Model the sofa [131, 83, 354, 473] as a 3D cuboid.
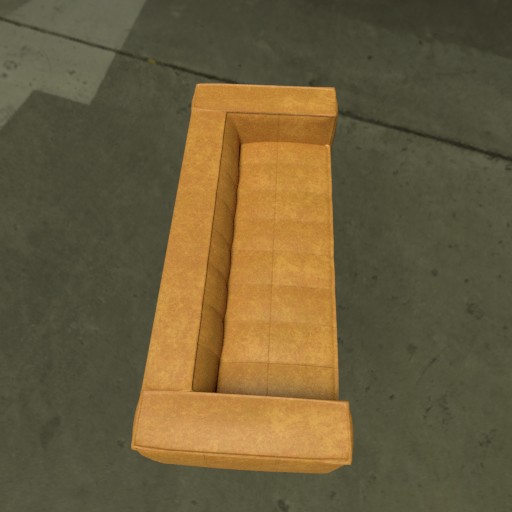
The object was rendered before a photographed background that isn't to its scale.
[{"bbox_3d":[0.000,0.000,2.969,1.102,0.701,2.581,3,61,2],"label":"sofa"}]
